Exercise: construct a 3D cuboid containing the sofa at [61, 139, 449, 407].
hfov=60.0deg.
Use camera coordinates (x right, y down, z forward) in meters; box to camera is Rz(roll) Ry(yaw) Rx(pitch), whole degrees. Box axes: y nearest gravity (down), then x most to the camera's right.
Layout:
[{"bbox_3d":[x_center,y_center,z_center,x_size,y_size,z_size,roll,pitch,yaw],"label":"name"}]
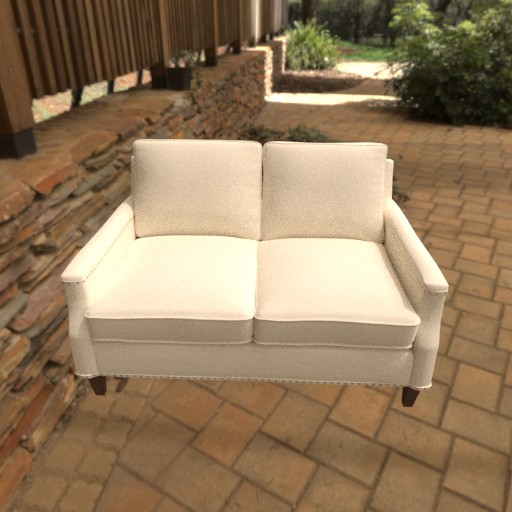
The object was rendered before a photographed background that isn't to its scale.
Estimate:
[{"bbox_3d":[0.000,0.000,2.256,1.597,1.003,1.084,1,29,2],"label":"sofa"}]
